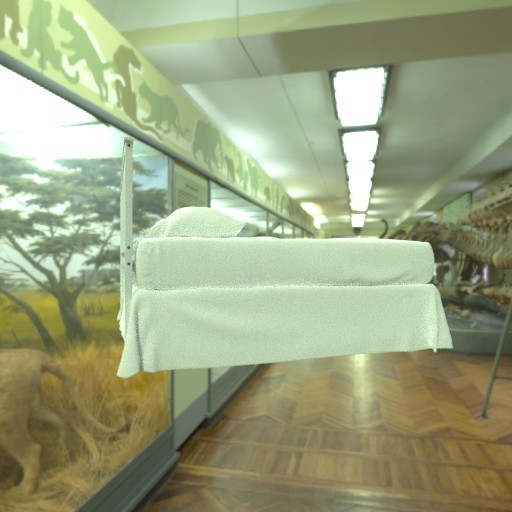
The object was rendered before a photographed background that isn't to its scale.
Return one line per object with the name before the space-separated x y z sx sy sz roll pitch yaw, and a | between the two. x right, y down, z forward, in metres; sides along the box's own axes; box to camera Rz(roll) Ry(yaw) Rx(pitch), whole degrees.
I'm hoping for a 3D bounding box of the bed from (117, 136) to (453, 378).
bed | 0.000 0.000 3.675 2.215 1.273 2.317 0 0 -18
